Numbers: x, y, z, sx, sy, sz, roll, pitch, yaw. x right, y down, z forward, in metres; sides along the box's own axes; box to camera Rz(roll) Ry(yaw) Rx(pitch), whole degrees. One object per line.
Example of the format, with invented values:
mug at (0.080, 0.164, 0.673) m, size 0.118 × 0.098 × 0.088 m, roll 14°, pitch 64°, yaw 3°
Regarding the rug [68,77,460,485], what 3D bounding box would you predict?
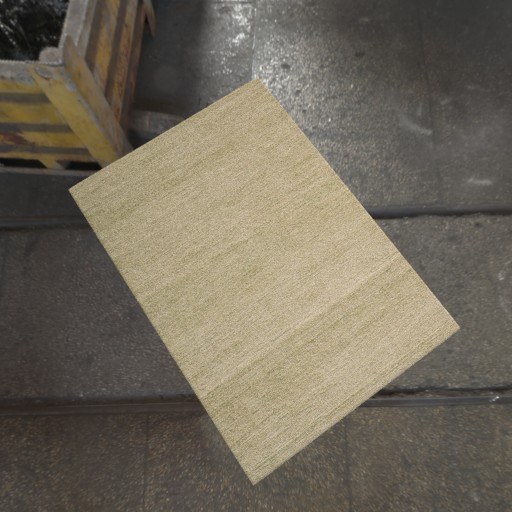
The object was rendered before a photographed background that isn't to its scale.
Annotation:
rug at (0.000, 0.000, 5.116) m, size 2.782 × 0.025 × 3.935 m, roll -34°, pitch 77°, yaw -9°
